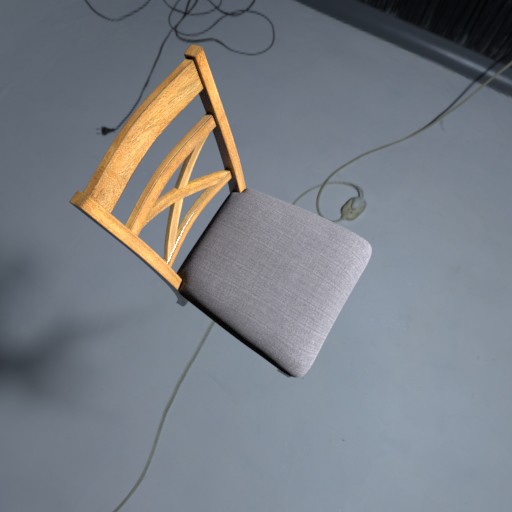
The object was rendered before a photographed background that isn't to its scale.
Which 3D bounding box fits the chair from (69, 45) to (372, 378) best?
[{"bbox_3d":[0.000,0.000,1.268,0.581,0.949,0.470,30,76,8],"label":"chair"}]
